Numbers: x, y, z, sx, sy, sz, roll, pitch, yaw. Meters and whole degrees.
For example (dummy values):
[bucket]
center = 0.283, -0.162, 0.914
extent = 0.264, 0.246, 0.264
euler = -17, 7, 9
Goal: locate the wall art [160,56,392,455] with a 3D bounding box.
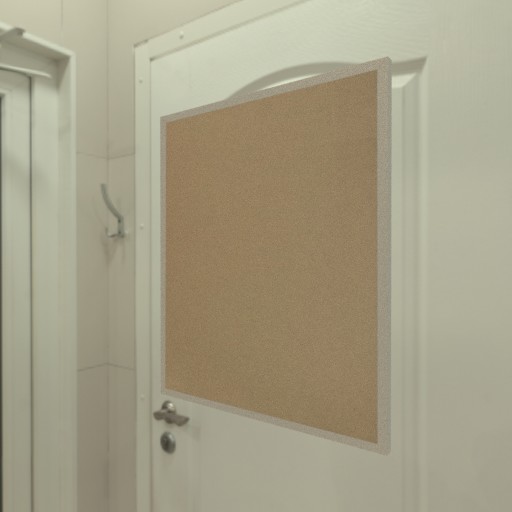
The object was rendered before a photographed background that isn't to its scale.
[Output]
[wall art]
center = 0.000, 0.000, 0.624
extent = 0.382, 0.456, 0.013
euler = 0, 0, 36
